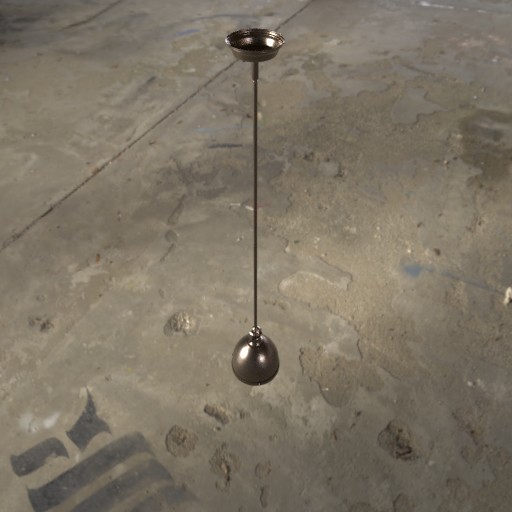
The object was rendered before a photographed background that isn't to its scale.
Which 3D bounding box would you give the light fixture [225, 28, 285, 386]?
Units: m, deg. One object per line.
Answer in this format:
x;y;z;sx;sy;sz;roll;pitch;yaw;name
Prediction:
0.000;0.000;1.460;0.217;1.367;0.211;-34;55;-28;light fixture
